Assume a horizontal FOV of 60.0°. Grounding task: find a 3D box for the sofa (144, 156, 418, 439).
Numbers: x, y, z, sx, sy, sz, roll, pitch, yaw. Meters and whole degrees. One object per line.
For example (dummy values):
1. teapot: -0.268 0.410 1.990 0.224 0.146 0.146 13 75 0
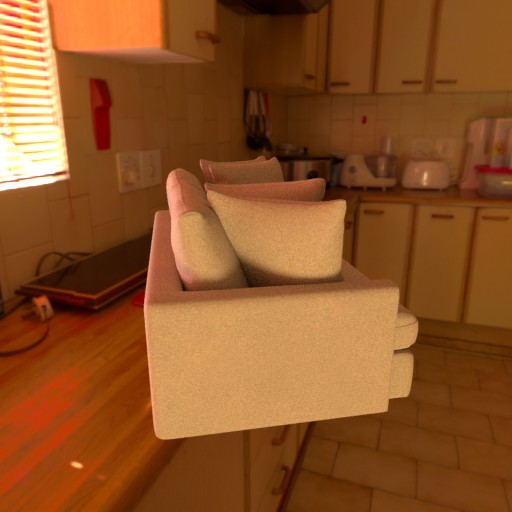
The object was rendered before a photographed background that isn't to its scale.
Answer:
1. sofa: 0.000 0.000 2.680 1.228 1.080 1.869 -3 17 -10
